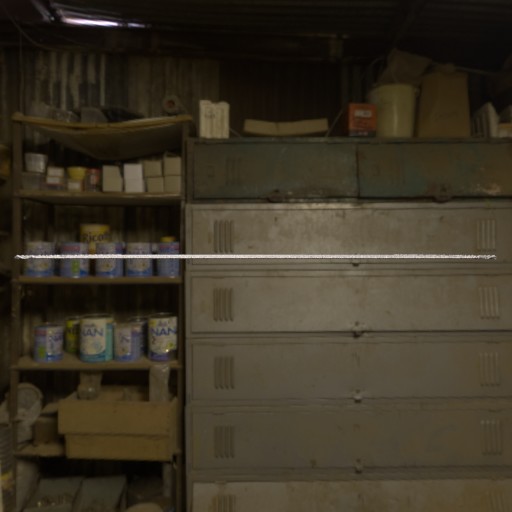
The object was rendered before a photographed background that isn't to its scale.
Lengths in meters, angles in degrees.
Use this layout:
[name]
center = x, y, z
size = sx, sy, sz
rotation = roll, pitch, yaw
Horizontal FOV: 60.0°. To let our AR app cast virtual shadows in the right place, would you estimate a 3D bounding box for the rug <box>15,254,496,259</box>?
[rug]
center = 0.000, 0.000, 2.933
size = 2.312, 0.017, 1.613
rotation = 0, 0, 1
